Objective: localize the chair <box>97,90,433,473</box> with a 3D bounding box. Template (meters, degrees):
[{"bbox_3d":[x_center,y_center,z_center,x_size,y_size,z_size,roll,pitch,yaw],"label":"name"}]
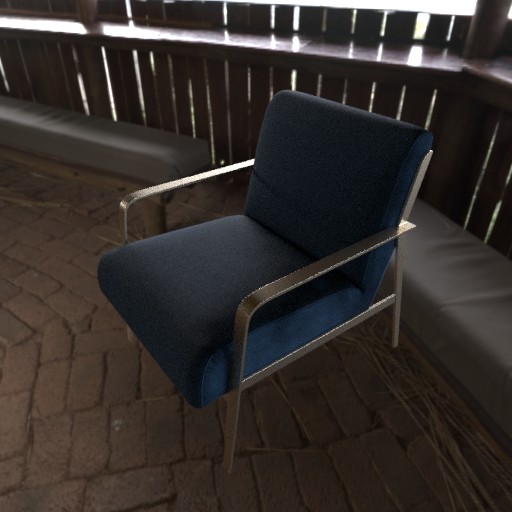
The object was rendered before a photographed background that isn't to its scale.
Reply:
[{"bbox_3d":[0.000,0.000,1.428,0.859,0.831,0.692,-23,40,-31],"label":"chair"}]
